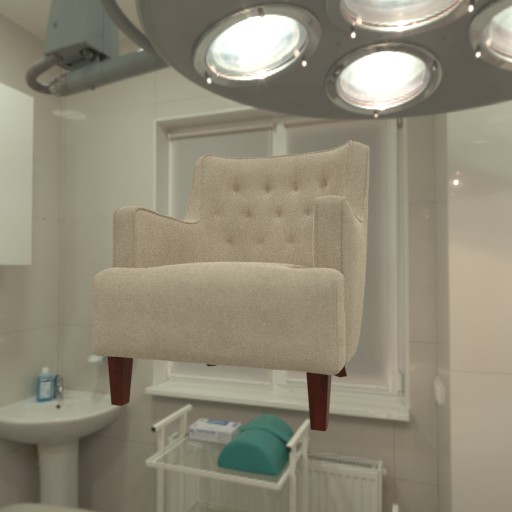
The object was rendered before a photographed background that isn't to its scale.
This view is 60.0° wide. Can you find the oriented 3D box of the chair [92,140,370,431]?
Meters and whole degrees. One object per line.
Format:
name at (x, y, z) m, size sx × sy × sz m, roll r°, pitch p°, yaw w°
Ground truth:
chair at (0.000, 0.000, 1.622) m, size 0.781 × 0.920 × 0.910 m, roll 0°, pitch -1°, yaw 20°
